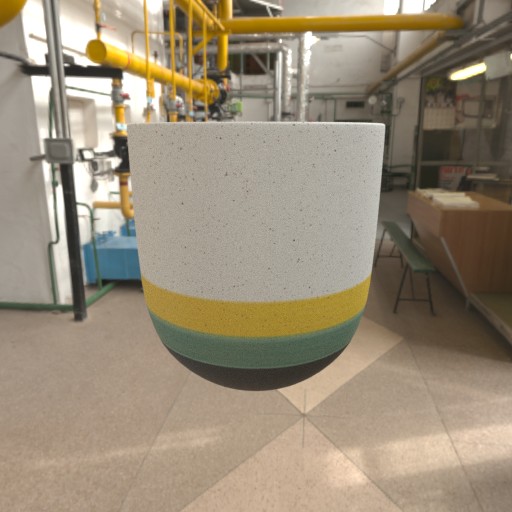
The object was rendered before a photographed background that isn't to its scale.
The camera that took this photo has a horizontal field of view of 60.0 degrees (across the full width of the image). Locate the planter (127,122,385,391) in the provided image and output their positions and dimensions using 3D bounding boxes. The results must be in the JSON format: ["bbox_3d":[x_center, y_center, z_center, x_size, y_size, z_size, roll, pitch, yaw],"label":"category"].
[{"bbox_3d":[0.000,0.000,0.375,0.195,0.214,0.195,0,16,0],"label":"planter"}]
